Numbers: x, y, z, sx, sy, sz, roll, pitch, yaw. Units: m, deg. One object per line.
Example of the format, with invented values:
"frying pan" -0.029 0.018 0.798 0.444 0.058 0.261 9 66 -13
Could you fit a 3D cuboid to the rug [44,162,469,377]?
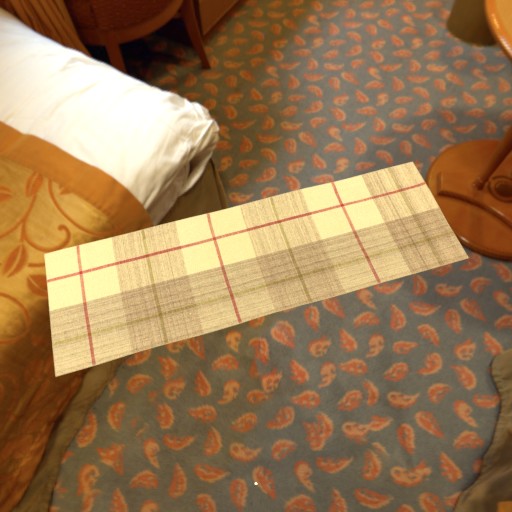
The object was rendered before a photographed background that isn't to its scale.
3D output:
"rug" 0.000 0.000 2.666 2.439 0.013 0.762 -15 64 -8
